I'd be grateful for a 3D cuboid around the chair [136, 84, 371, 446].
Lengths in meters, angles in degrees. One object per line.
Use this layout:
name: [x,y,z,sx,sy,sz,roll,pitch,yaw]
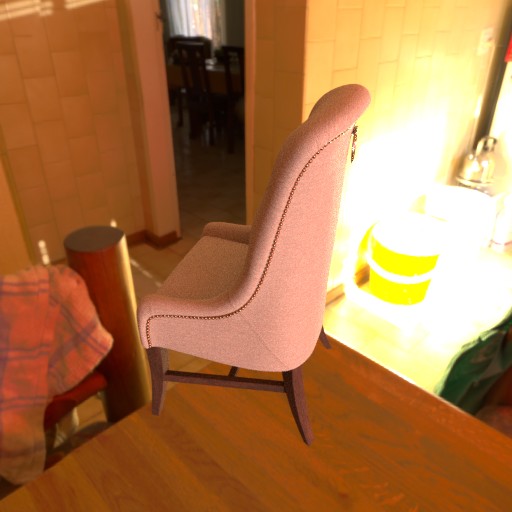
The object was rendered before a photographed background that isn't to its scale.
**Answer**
chair: [0.000,0.000,1.498,0.629,1.091,0.634,8,30,13]
